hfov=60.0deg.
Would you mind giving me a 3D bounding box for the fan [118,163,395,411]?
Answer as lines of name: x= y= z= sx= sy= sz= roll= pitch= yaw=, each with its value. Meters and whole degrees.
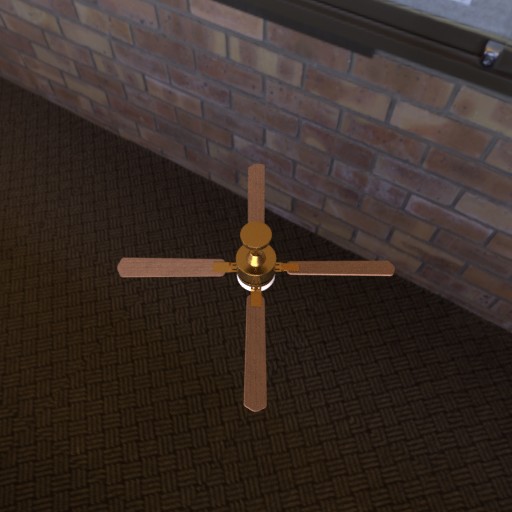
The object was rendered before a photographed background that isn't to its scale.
fan: x=0.000 y=0.000 z=2.022 sx=1.320 sy=0.355 sz=1.320 roll=0 pitch=59 yaw=0
